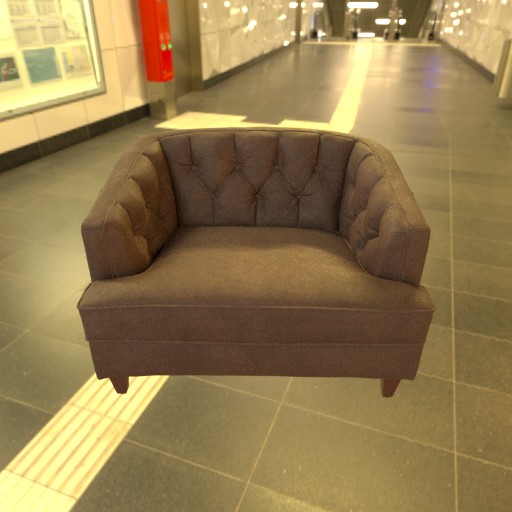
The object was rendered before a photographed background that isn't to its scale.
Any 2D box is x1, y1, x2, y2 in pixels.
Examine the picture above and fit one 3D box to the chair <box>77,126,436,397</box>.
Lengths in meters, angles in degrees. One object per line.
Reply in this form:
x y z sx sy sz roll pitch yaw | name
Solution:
0.000 0.000 1.718 1.118 0.787 0.914 0 30 1 | chair
